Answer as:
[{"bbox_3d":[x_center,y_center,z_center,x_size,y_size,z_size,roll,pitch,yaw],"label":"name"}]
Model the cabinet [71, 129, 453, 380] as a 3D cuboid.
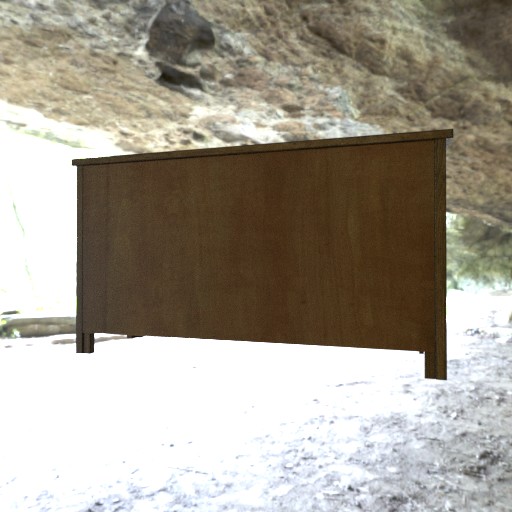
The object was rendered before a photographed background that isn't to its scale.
[{"bbox_3d":[0.000,0.000,1.867,1.474,0.813,0.480,0,-1,17],"label":"cabinet"}]
